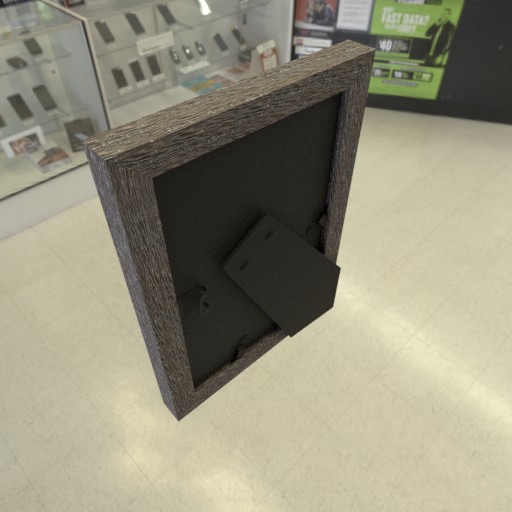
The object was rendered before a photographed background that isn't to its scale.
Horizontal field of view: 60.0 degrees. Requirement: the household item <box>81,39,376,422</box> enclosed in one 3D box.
[{"bbox_3d":[0.000,0.000,0.232,0.133,0.180,0.020,-32,53,-28],"label":"household item"}]
